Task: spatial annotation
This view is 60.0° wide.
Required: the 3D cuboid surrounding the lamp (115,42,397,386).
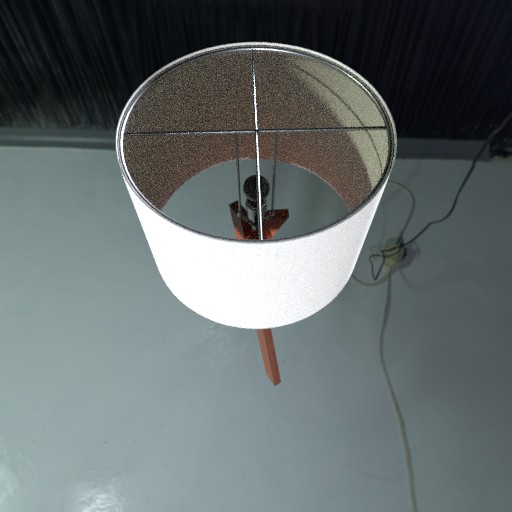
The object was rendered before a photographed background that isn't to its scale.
[{"bbox_3d":[0.000,0.000,0.899,0.380,0.686,0.380,-2,59,-1],"label":"lamp"}]
